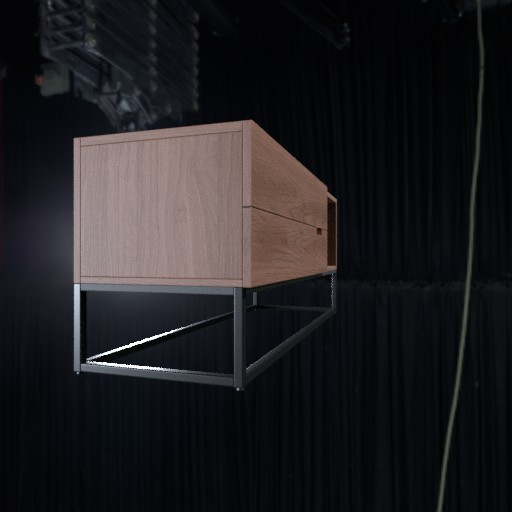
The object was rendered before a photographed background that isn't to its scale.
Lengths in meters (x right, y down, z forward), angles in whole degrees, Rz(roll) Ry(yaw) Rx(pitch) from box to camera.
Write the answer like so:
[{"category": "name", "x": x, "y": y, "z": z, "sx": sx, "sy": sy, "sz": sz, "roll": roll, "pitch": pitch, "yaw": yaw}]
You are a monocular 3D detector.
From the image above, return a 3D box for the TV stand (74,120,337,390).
[{"category": "TV stand", "x": 0.000, "y": 0.000, "z": 1.443, "sx": 0.415, "sy": 0.500, "sz": 1.200, "roll": 0, "pitch": 0, "yaw": 19}]
